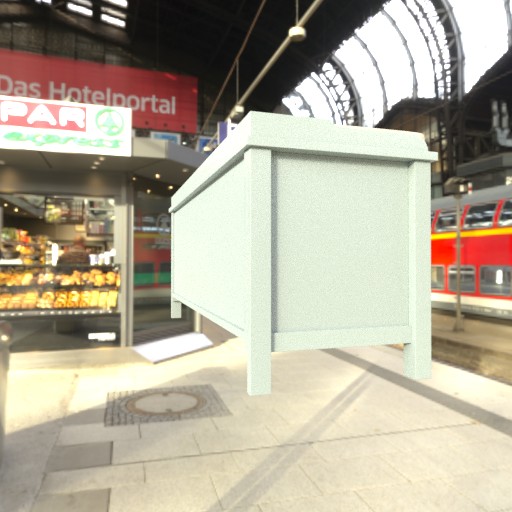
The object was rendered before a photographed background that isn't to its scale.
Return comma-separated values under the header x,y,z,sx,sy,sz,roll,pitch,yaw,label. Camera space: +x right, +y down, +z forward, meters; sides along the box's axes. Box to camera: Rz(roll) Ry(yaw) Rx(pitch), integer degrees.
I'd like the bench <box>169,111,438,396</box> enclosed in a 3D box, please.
x,y,z,sx,sy,sz,roll,pitch,yaw,label
0.000,0.000,1.365,0.398,0.501,1.140,0,-1,-18,bench
